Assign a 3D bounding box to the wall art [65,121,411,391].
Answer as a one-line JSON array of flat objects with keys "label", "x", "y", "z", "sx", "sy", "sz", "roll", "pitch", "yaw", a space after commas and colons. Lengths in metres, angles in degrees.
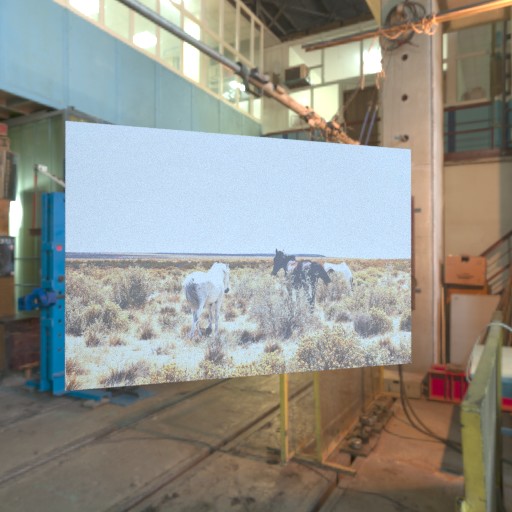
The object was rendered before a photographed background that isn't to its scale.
[{"label": "wall art", "x": 0.000, "y": 0.000, "z": 1.436, "sx": 1.138, "sy": 0.761, "sz": 0.051, "roll": 0, "pitch": 0, "yaw": -17}]
